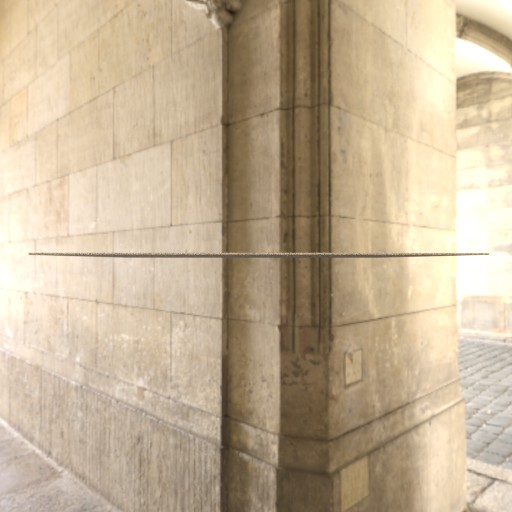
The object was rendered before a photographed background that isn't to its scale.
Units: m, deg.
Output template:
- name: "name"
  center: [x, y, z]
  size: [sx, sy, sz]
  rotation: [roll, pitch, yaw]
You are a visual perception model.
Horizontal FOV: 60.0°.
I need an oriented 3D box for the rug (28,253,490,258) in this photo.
- name: "rug"
  center: [0.000, 0.000, 4.125]
  size: [3.061, 0.014, 2.447]
  rotation: [0, -1, -2]
